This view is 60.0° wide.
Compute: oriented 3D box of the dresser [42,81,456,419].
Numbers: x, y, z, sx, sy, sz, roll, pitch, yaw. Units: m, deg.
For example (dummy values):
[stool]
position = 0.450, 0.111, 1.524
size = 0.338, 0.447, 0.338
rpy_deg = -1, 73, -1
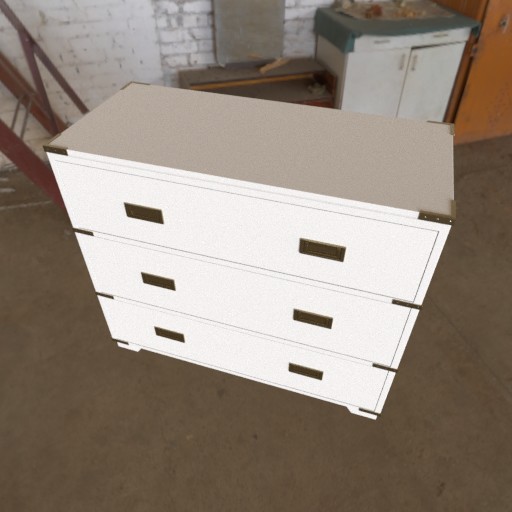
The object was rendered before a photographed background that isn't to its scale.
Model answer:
[dresser]
position = 0.000, 0.000, 1.499
size = 1.022, 0.891, 0.460
rpy_deg = 12, 44, 13
